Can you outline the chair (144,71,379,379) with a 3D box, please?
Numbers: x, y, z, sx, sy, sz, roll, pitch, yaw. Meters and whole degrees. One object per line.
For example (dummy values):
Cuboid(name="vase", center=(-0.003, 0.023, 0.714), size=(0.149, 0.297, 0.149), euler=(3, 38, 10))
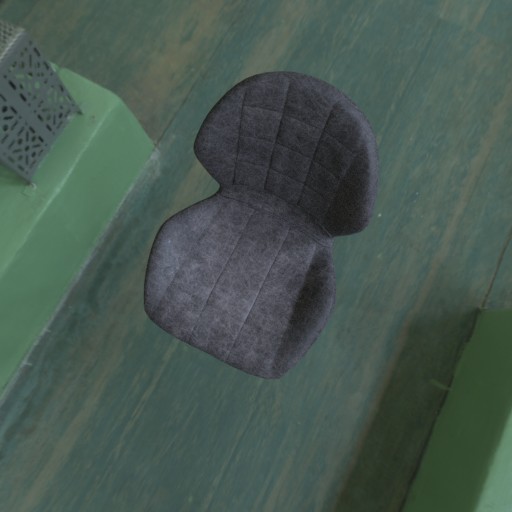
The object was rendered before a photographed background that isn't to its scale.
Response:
Cuboid(name="chair", center=(0.000, 0.000, 1.335), size=(0.527, 0.934, 0.640), euler=(25, 78, 6))
